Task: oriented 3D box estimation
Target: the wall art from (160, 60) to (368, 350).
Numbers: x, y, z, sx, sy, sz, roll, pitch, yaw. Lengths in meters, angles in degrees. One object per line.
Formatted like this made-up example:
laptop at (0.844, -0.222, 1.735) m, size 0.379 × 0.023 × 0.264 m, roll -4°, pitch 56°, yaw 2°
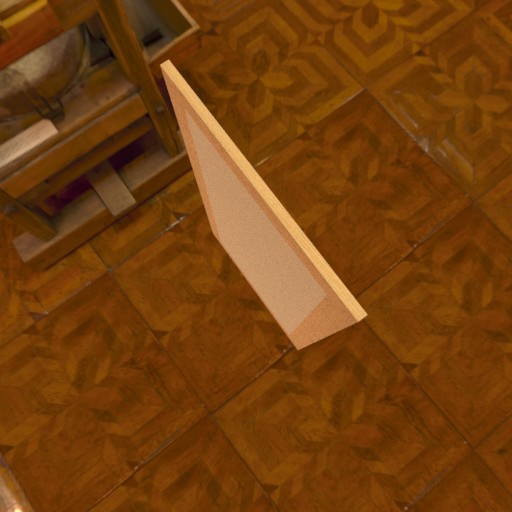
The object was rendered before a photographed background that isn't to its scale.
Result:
wall art at (0.000, 0.000, 0.829) m, size 0.013 × 0.683 × 0.381 m, roll -35°, pitch 78°, yaw -8°
